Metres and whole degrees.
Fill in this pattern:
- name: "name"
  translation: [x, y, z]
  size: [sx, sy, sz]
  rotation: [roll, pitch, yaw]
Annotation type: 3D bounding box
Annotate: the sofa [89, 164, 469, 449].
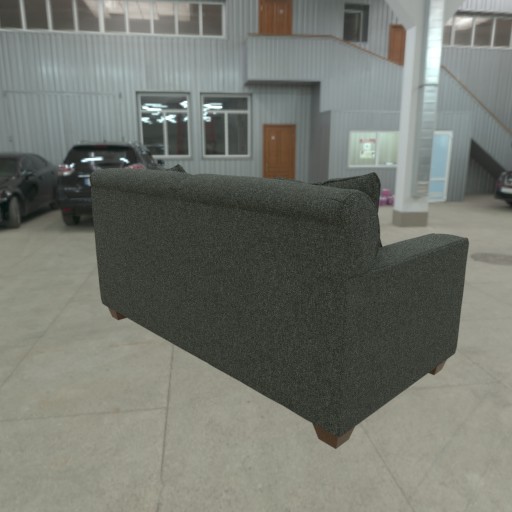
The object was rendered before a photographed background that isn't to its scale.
- name: "sofa"
  translation: [0.000, 0.000, 2.369]
  size: [0.998, 0.958, 1.846]
  rotation: [-13, 19, -42]
